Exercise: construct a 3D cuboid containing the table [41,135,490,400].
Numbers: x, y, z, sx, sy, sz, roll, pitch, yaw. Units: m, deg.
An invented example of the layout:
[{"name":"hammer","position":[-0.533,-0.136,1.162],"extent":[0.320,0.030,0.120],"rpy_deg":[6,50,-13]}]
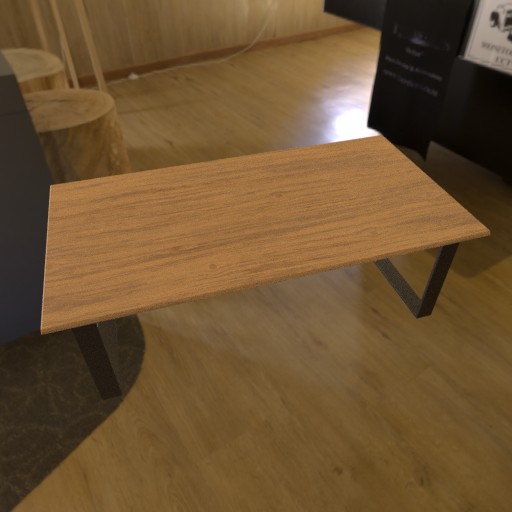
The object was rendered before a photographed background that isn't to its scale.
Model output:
[{"name":"table","position":[0.000,0.000,1.635],"extent":[1.331,0.445,0.693],"rpy_deg":[-12,43,-13]}]
